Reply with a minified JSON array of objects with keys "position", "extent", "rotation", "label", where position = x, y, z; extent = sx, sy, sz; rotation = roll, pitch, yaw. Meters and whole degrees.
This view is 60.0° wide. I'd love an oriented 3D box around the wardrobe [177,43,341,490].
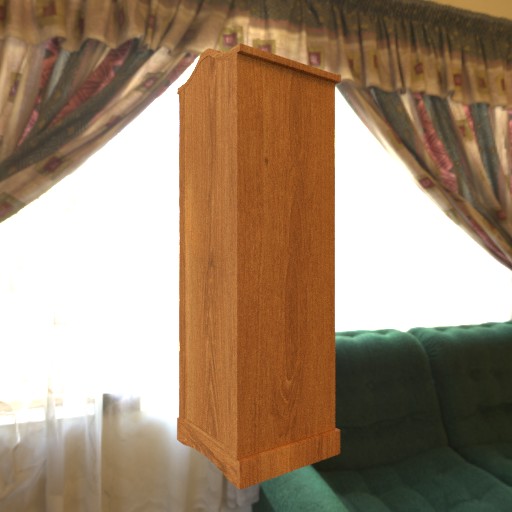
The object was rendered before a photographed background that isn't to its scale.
[{"position":[0.000,0.000,2.175],"extent":[0.570,1.870,0.590],"rotation":[0,0,-35],"label":"wardrobe"}]
